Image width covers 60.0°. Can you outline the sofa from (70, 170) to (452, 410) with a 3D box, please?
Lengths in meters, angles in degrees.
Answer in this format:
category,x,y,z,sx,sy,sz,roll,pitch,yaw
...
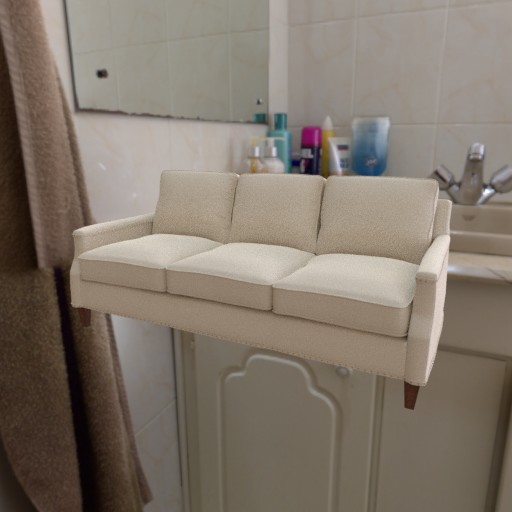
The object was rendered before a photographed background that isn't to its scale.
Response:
category,x,y,z,sx,sy,sz,roll,pitch,yaw
sofa,0.000,0.000,2.826,2.246,1.003,1.084,7,16,26
